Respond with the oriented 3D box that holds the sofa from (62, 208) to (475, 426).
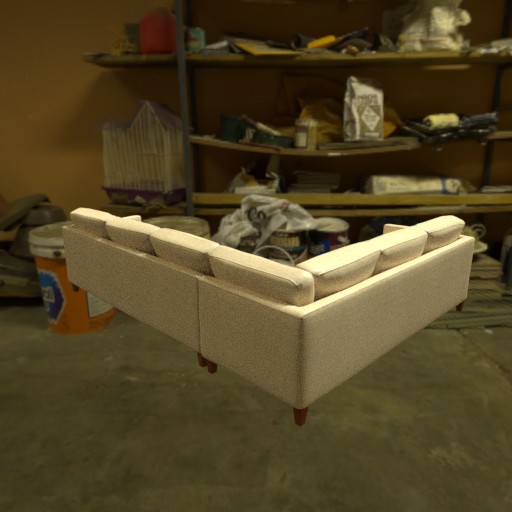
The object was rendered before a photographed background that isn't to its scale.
[{"bbox_3d":[0.000,0.000,4.452,2.593,0.947,3.302,-16,22,-43],"label":"sofa"}]
